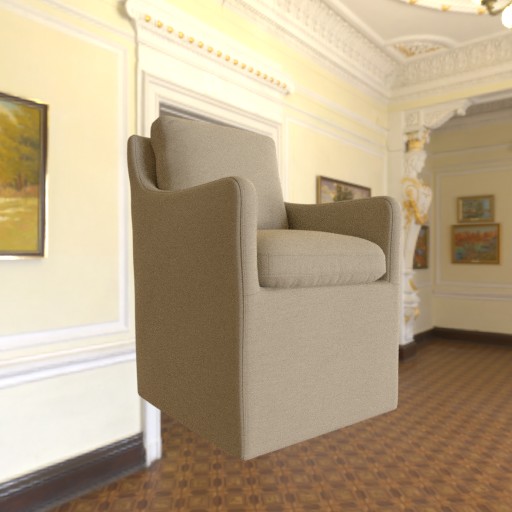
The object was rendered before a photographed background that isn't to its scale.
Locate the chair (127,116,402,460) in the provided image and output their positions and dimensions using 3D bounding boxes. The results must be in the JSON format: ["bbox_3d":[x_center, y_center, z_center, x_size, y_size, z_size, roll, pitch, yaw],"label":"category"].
[{"bbox_3d":[0.000,0.000,1.402,0.626,0.914,0.694,0,0,-37],"label":"chair"}]
